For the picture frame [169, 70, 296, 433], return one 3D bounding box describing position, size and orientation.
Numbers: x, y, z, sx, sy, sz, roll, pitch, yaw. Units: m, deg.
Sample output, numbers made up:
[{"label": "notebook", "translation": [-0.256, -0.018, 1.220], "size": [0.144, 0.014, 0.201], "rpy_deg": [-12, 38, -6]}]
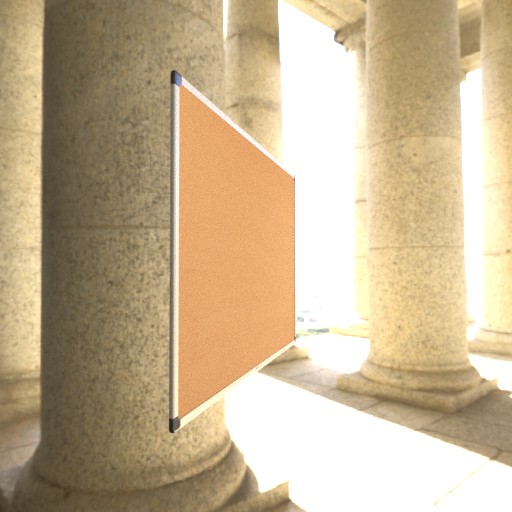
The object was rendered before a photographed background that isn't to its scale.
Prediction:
[{"label": "picture frame", "translation": [0.000, 0.000, 1.153], "size": [0.010, 0.600, 0.900], "rpy_deg": [0, -1, 18]}]
